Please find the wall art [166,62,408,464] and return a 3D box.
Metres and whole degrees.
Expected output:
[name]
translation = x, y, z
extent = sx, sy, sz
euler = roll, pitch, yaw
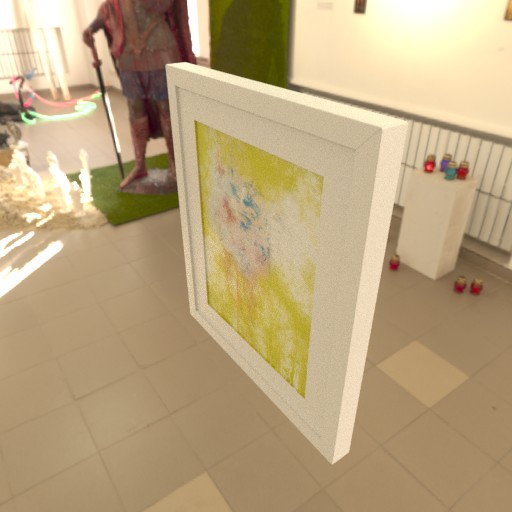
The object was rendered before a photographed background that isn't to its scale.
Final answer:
[wall art]
translation = 0.000, 0.000, 0.521
extent = 0.028, 0.381, 0.331
euler = -21, 38, -30
